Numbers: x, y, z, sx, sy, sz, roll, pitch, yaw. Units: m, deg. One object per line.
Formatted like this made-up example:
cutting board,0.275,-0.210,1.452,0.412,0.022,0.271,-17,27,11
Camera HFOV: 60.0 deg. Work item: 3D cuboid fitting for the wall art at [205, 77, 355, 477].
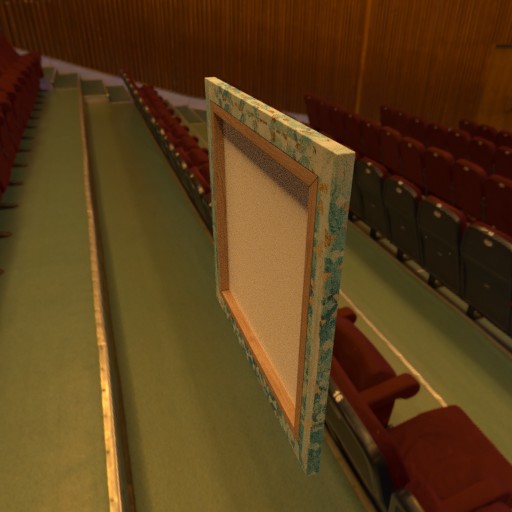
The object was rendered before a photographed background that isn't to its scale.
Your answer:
wall art,0.000,0.000,1.377,0.040,0.916,0.916,-11,32,-17
